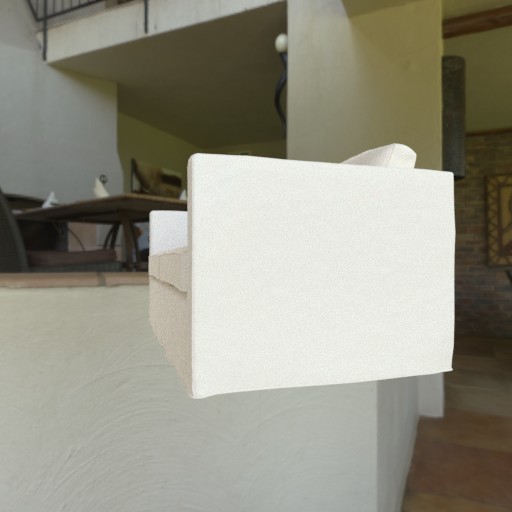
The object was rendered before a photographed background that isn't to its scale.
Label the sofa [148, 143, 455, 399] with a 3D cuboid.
[{"bbox_3d":[0.000,0.000,2.236,0.962,0.834,1.746,0,0,-17],"label":"sofa"}]
